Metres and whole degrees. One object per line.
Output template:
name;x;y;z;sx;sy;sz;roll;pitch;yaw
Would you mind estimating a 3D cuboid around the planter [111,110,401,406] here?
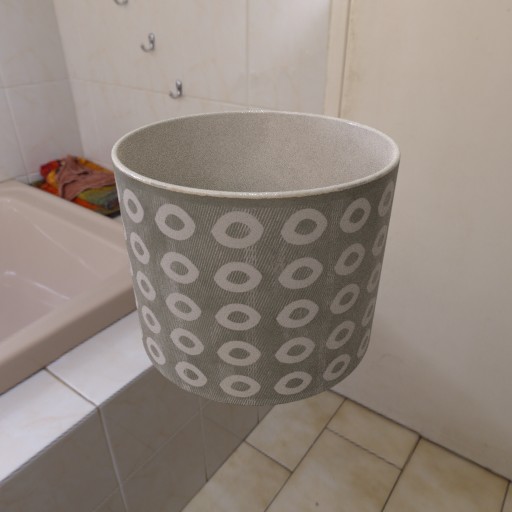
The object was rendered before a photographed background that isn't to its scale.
planter;0.000;0.000;0.347;0.190;0.181;0.190;0;30;0
